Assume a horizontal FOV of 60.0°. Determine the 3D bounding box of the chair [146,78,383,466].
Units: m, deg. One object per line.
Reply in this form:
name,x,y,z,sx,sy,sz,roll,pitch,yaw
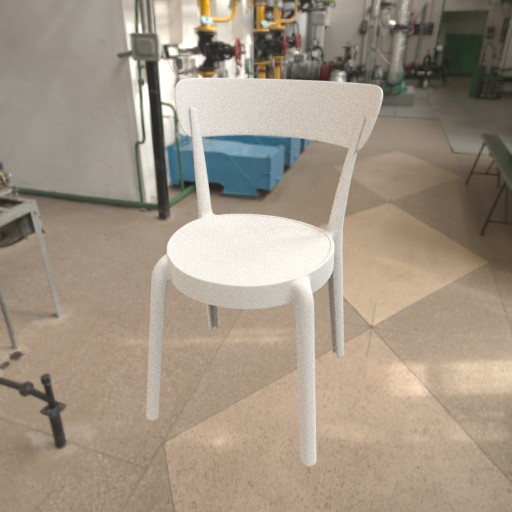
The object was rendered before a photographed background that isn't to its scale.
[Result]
chair,0.000,0.000,1.113,0.506,0.790,0.491,9,29,17
